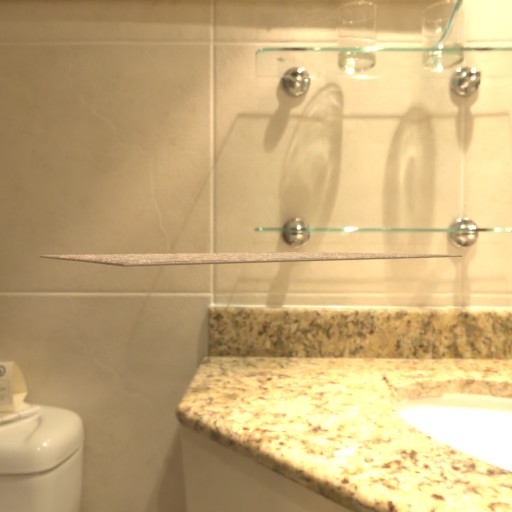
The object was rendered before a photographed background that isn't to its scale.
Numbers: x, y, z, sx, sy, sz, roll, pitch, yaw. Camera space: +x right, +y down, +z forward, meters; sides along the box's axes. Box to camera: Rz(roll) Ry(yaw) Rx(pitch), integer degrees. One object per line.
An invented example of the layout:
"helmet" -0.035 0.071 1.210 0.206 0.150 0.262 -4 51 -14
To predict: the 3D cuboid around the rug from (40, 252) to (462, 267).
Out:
"rug" 0.000 0.000 3.448 2.746 0.018 1.819 -1 2 -36
